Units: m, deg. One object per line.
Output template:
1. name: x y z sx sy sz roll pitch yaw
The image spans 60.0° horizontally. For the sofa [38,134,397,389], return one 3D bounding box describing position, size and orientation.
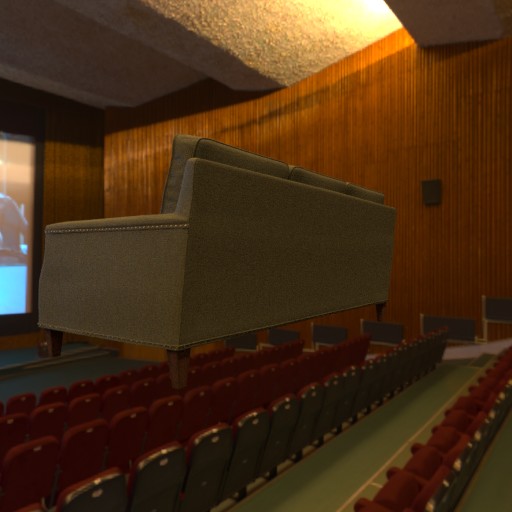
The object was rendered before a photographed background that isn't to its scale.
1. sofa: 0.000 0.000 2.782 1.084 1.003 2.246 0 0 36
